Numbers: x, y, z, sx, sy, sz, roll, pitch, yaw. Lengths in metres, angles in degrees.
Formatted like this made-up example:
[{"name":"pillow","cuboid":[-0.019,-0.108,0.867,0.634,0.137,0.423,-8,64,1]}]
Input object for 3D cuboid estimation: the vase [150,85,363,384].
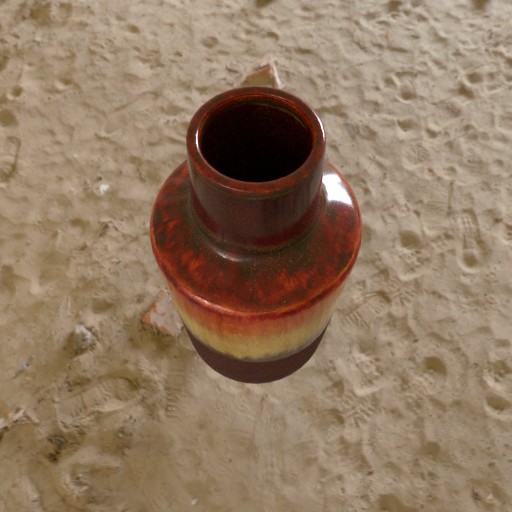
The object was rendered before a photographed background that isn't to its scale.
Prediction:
[{"name":"vase","cuboid":[0.000,0.000,0.259,0.108,0.204,0.108,0,63,0]}]
